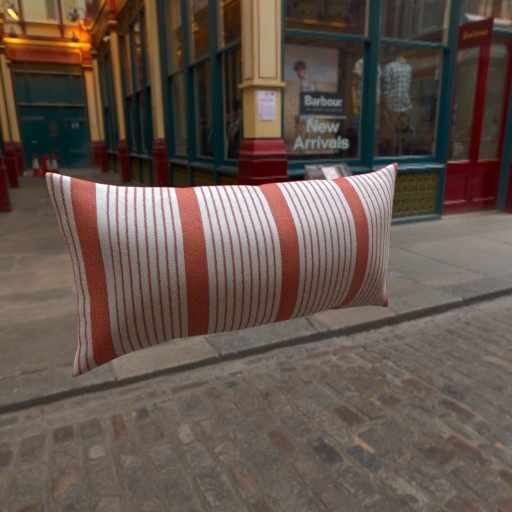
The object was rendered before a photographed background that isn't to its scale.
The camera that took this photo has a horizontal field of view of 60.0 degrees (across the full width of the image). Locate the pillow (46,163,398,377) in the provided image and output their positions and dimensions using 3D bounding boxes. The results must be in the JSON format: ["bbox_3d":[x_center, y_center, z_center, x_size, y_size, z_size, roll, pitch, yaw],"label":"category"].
[{"bbox_3d":[0.000,0.000,0.743,0.608,0.297,0.151,-8,17,-26],"label":"pillow"}]
